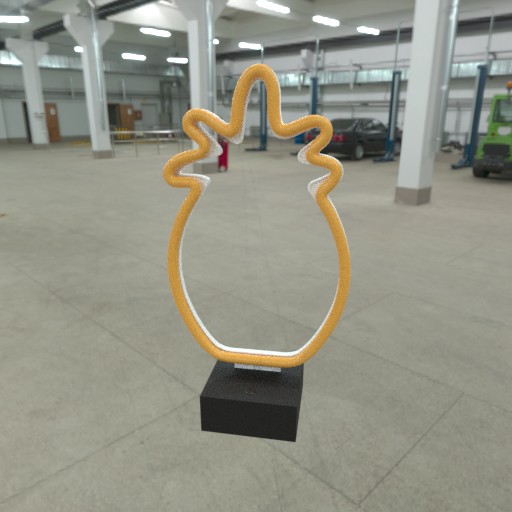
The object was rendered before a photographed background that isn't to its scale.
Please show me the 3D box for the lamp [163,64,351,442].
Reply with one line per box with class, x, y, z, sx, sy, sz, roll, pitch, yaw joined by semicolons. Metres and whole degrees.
lamp;0.000;0.000;0.396;0.167;0.317;0.088;3;18;9
